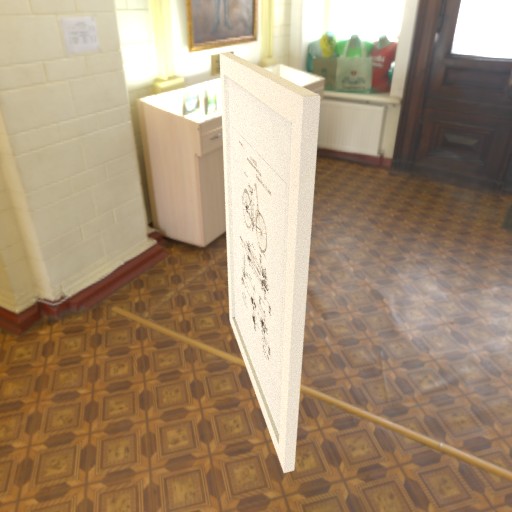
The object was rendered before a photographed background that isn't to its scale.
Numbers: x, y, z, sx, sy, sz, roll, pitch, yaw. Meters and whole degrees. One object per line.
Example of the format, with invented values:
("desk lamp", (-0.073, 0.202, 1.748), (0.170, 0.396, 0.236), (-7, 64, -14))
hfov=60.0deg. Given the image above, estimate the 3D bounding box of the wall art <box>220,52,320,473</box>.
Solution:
("wall art", (0.000, 0.000, 0.606), (0.015, 0.477, 0.332), (-8, 31, -13))
